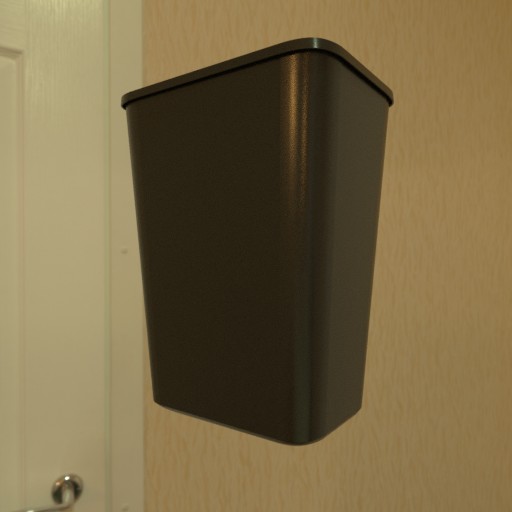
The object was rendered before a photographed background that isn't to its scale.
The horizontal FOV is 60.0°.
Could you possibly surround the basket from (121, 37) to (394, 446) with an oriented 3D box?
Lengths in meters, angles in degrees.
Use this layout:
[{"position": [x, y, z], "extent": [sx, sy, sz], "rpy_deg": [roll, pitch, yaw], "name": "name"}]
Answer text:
[{"position": [0.000, 0.000, 0.736], "extent": [0.394, 0.521, 0.287], "rpy_deg": [1, 1, 36], "name": "basket"}]
